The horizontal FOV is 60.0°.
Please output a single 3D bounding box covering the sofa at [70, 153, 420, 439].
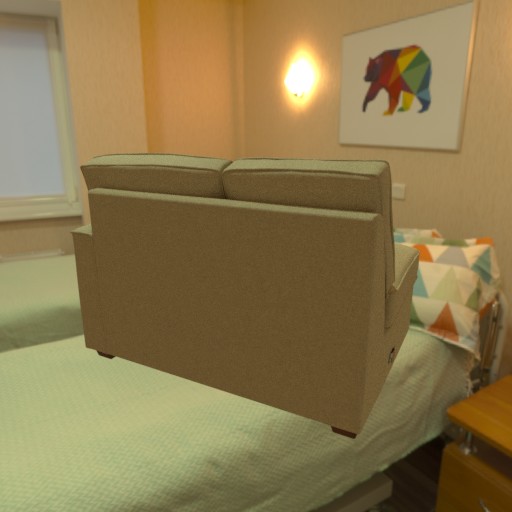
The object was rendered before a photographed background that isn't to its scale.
[{"bbox_3d":[0.000,0.000,2.122,1.388,0.989,0.991,9,18,27],"label":"sofa"}]
